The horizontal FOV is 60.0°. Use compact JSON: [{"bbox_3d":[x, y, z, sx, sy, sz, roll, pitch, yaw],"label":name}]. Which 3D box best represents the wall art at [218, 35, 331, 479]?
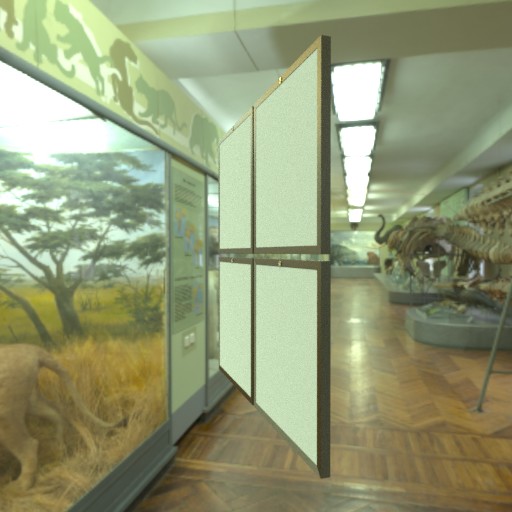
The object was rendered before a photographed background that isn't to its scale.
[{"bbox_3d":[0.000,0.000,1.522,0.030,1.032,1.032,0,1,-18],"label":"wall art"}]
